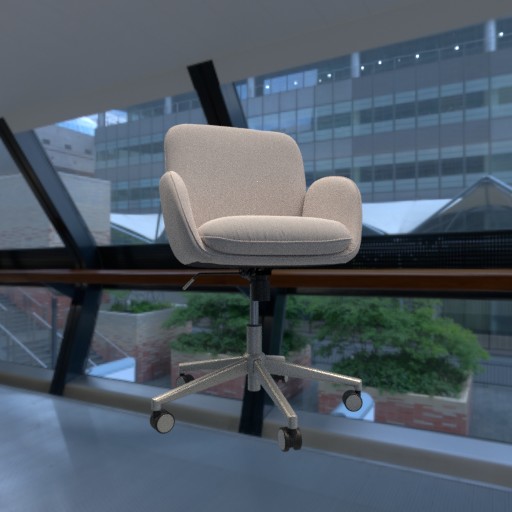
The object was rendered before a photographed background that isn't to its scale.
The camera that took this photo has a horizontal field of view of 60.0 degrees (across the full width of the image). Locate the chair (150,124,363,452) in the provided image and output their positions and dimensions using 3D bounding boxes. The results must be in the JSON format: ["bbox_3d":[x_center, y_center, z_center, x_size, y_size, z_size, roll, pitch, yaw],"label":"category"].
[{"bbox_3d":[0.000,0.000,1.370,0.648,0.959,0.633,0,0,-17],"label":"chair"}]
